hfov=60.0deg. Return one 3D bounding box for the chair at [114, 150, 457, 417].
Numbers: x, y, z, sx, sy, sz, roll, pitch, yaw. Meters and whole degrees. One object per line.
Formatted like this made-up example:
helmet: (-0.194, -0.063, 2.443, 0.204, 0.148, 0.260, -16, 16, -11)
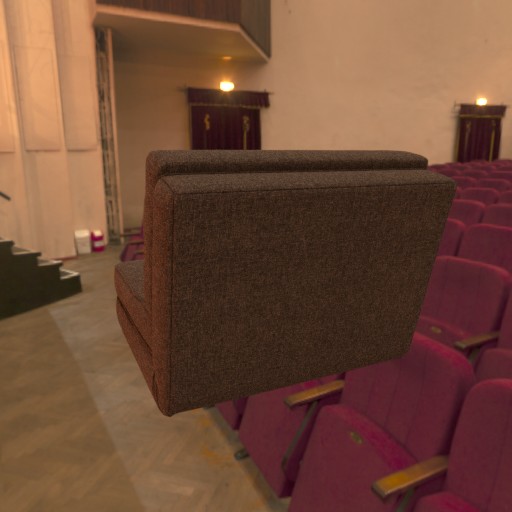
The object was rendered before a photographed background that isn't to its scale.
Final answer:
chair: (0.000, 0.000, 1.324, 0.740, 0.615, 0.800, -6, 15, -25)
